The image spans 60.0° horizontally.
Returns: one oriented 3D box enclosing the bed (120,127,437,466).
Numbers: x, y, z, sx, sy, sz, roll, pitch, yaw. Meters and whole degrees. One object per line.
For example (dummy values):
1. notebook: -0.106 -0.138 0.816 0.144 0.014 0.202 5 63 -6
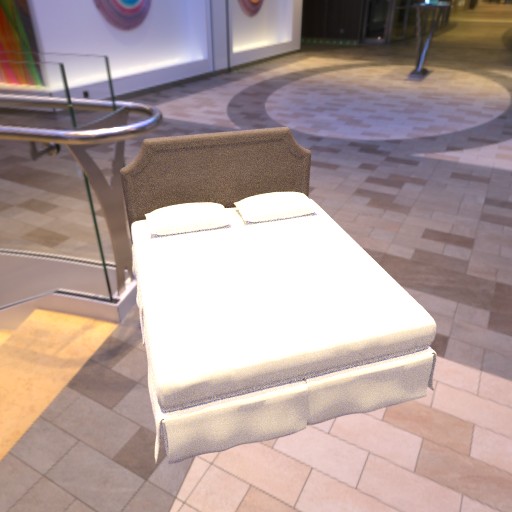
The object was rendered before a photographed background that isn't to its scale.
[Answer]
1. bed: 0.000 0.000 4.163 2.350 1.590 2.773 -9 33 -15
